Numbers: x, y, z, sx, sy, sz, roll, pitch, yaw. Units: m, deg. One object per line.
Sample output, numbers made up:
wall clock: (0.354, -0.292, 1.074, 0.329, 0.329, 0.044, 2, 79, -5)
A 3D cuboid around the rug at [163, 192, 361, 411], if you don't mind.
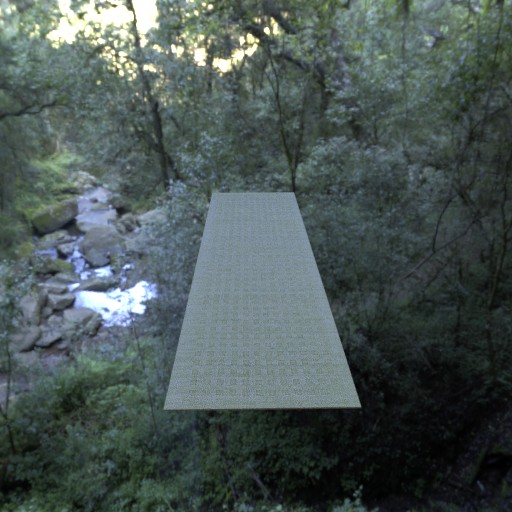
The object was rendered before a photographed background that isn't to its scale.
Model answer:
rug: (0.000, 0.000, 2.633, 0.686, 0.006, 2.437, 0, 26, -1)
